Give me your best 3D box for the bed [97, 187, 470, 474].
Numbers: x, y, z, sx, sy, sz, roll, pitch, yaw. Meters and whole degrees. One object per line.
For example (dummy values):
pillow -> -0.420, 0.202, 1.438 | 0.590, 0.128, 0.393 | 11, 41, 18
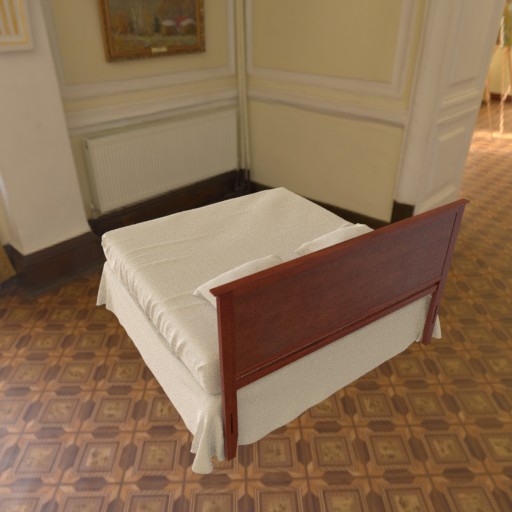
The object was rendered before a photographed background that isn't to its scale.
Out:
bed -> 0.000, 0.000, 3.646 | 2.314, 1.271, 2.219 | -19, 35, -29
